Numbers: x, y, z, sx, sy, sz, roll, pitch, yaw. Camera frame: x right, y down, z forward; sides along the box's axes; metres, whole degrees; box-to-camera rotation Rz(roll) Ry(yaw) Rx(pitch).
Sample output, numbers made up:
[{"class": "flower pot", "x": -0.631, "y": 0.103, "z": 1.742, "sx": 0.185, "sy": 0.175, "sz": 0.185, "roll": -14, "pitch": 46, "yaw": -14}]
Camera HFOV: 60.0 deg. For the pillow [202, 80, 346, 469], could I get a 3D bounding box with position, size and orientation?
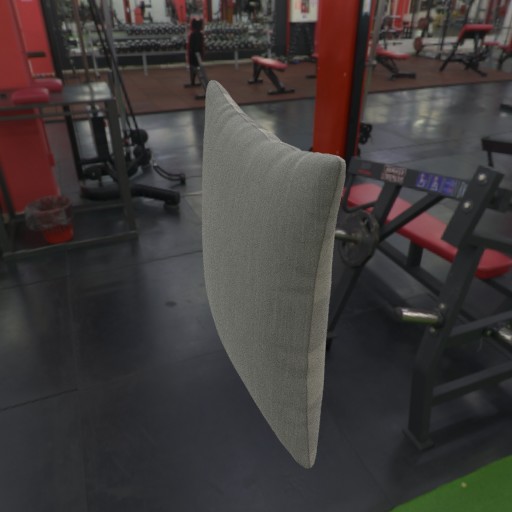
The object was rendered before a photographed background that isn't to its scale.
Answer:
[{"class": "pillow", "x": 0.000, "y": 0.000, "z": 0.780, "sx": 0.161, "sy": 0.509, "sz": 0.511, "roll": -10, "pitch": 32, "yaw": -17}]
